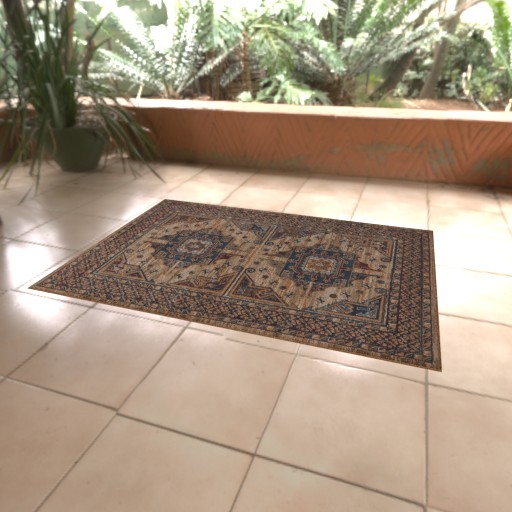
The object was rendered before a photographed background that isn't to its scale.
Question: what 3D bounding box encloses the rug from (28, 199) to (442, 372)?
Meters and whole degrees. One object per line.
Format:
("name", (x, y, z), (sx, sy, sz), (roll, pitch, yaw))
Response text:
("rug", (0.000, 0.000, 2.905), (2.227, 0.008, 1.611), (8, 28, 16))
